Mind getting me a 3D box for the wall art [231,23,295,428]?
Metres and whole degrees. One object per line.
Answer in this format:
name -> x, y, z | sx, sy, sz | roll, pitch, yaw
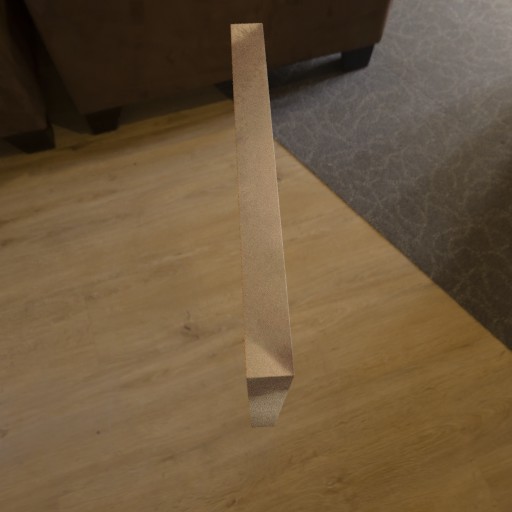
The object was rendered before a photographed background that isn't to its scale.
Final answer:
wall art -> 0.000, 0.000, 0.456 | 0.028, 0.303, 0.303 | -3, 64, -1
